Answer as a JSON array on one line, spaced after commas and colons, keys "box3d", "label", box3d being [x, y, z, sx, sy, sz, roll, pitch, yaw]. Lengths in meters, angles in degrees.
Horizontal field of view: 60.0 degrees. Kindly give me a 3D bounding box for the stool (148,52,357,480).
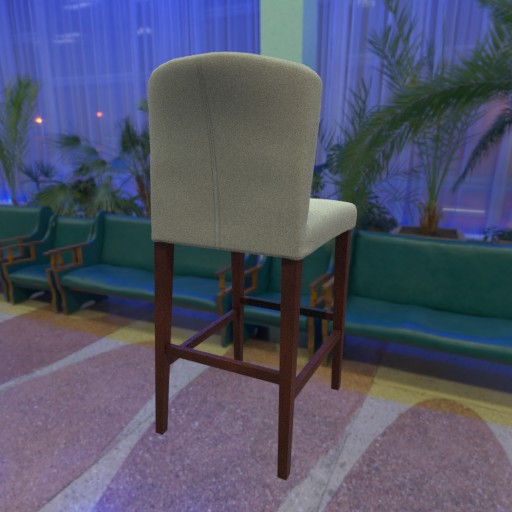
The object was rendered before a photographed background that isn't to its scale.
[{"box3d": [0.000, 0.000, 1.361, 0.479, 1.069, 0.568, 8, 17, 26], "label": "stool"}]
